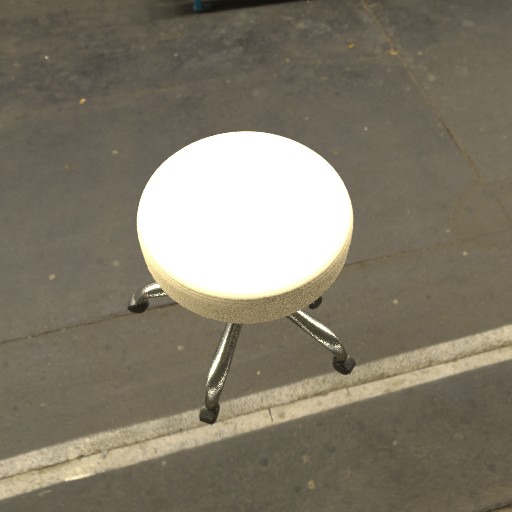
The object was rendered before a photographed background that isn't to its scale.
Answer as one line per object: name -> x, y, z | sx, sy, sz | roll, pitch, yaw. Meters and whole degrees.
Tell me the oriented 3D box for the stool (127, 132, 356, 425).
stool -> 0.000, 0.000, 1.059 | 0.614, 0.482, 0.634 | -32, 63, -18
